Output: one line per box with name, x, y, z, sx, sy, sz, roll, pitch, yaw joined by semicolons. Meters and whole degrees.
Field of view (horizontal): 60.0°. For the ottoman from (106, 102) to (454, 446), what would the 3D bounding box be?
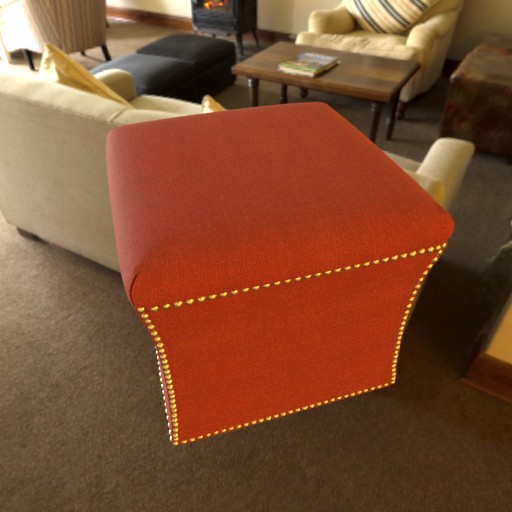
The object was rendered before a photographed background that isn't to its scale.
ottoman;0.000;0.000;0.910;0.507;0.475;0.497;-11;42;-13
